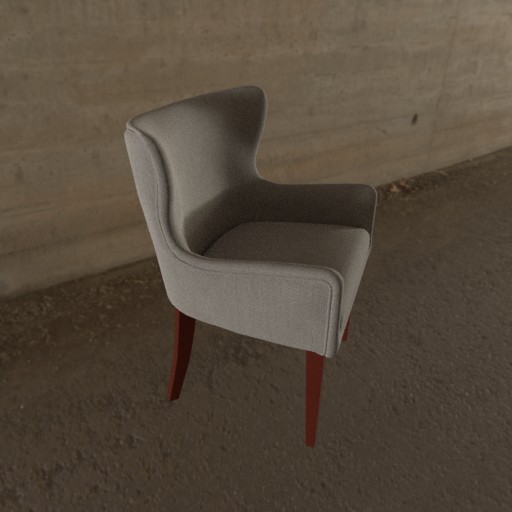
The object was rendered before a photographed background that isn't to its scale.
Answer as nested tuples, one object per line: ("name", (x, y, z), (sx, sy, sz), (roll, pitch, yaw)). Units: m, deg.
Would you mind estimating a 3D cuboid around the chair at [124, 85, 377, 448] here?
("chair", (0.000, 0.000, 1.456), (0.677, 0.948, 0.732), (11, 31, 18))
